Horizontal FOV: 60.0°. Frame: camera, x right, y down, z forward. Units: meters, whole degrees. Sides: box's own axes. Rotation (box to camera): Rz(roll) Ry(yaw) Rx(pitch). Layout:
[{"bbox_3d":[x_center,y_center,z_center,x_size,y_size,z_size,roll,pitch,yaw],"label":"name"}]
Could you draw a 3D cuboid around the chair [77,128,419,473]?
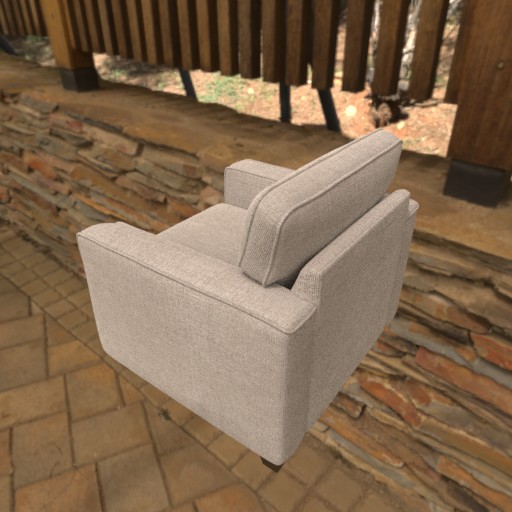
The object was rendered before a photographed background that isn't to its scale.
[{"bbox_3d":[0.000,0.000,1.778,0.939,0.965,1.015,21,37,31],"label":"chair"}]
